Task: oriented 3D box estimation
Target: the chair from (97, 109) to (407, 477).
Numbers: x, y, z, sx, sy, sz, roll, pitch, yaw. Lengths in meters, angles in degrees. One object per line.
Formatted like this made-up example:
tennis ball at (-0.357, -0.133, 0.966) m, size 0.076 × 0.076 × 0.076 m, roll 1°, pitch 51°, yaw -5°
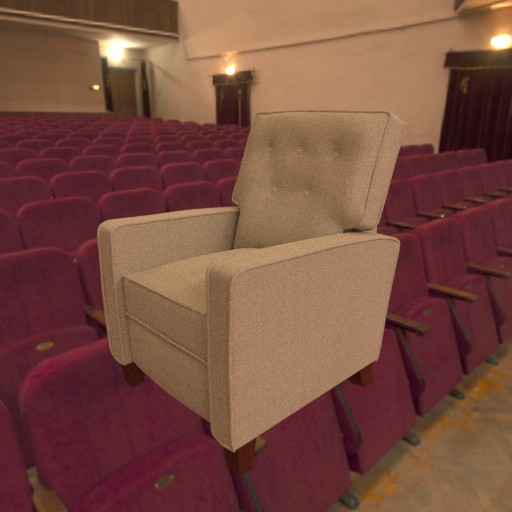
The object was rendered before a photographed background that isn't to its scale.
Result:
chair at (0.000, 0.000, 1.402) m, size 0.754 × 0.888 × 0.648 m, roll -15°, pitch 23°, yaw -41°
